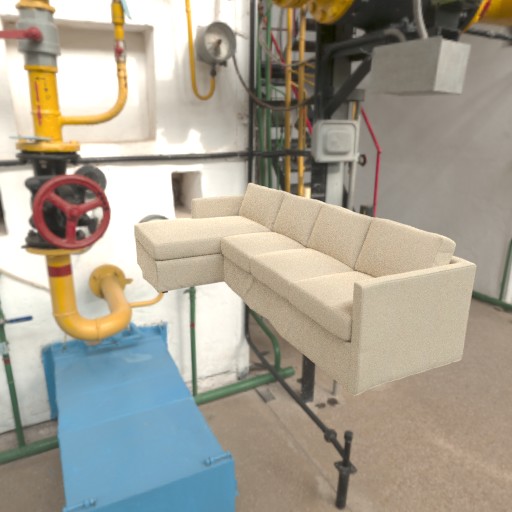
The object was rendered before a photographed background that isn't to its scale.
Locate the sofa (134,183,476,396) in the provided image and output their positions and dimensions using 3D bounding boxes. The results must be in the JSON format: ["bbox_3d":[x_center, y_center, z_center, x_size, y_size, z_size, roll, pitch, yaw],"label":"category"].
[{"bbox_3d":[0.000,0.000,3.965,1.650,0.922,3.205,-8,19,-24],"label":"sofa"}]
